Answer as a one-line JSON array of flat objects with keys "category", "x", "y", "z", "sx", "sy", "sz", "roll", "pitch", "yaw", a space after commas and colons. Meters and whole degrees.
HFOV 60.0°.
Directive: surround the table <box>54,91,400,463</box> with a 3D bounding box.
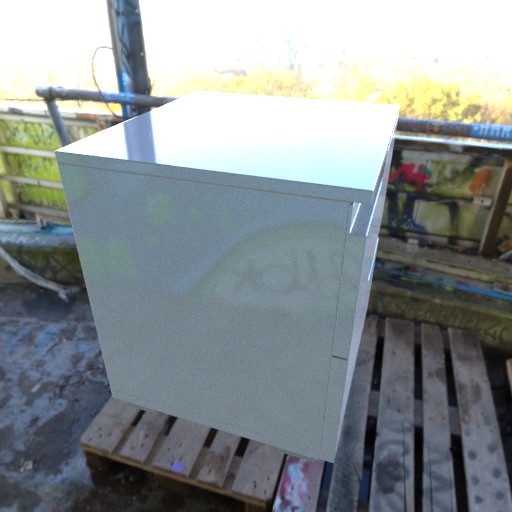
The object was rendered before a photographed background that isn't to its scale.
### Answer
[{"category": "table", "x": 0.000, "y": 0.000, "z": 0.800, "sx": 0.400, "sy": 0.470, "sz": 0.420, "roll": 10, "pitch": 32, "yaw": 16}]
